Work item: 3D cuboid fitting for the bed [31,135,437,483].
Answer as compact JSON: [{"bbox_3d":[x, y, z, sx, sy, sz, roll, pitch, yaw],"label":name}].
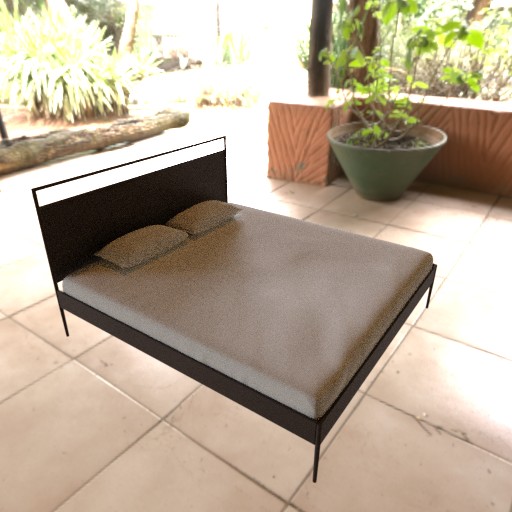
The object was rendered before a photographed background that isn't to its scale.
[{"bbox_3d":[0.000,0.000,3.287,2.151,1.173,1.993,18,32,31],"label":"bed"}]
